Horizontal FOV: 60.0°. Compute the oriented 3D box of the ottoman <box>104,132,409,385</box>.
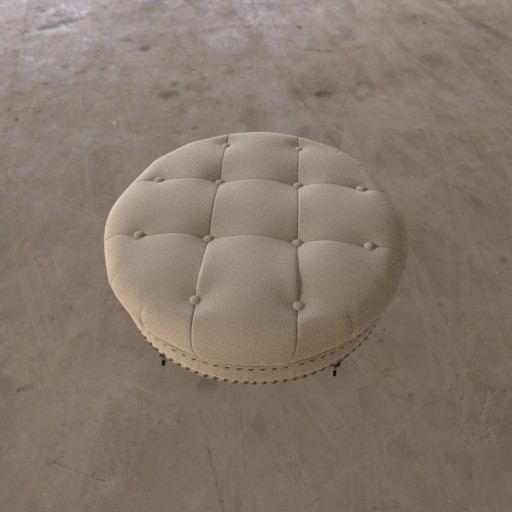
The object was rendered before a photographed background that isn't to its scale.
[{"bbox_3d":[0.000,0.000,1.420,0.901,0.439,0.901,0,47,0],"label":"ottoman"}]
